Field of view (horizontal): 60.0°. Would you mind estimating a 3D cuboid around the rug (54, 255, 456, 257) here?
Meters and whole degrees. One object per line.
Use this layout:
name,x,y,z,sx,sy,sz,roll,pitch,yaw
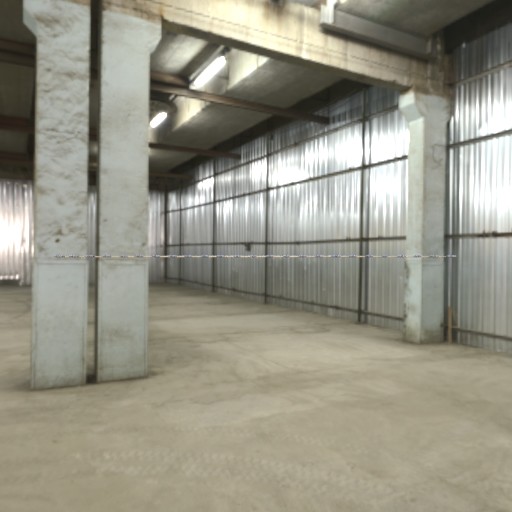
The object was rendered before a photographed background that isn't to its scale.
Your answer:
rug,0.000,0.000,4.401,2.471,0.016,3.416,0,0,0
